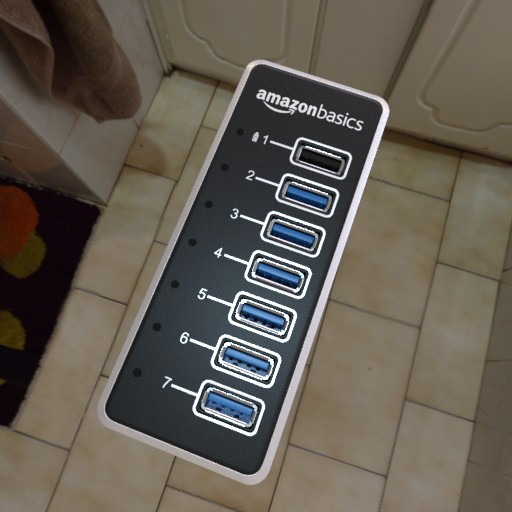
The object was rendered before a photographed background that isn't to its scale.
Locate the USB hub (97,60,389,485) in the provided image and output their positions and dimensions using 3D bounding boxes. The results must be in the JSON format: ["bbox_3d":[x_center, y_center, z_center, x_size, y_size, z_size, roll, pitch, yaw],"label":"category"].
[{"bbox_3d":[0.000,0.000,0.128,0.044,0.023,0.110,20,76,5],"label":"USB hub"}]
